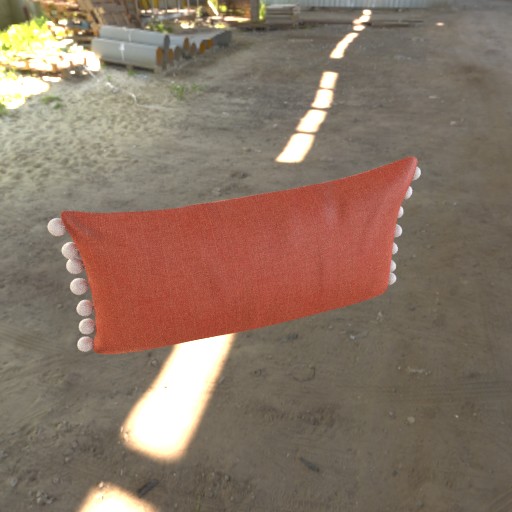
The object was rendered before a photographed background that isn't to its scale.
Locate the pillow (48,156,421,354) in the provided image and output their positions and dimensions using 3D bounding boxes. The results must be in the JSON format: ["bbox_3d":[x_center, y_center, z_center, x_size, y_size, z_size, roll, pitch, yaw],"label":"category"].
[{"bbox_3d":[0.000,0.000,0.856,0.709,0.322,0.201,-10,34,-16],"label":"pillow"}]
